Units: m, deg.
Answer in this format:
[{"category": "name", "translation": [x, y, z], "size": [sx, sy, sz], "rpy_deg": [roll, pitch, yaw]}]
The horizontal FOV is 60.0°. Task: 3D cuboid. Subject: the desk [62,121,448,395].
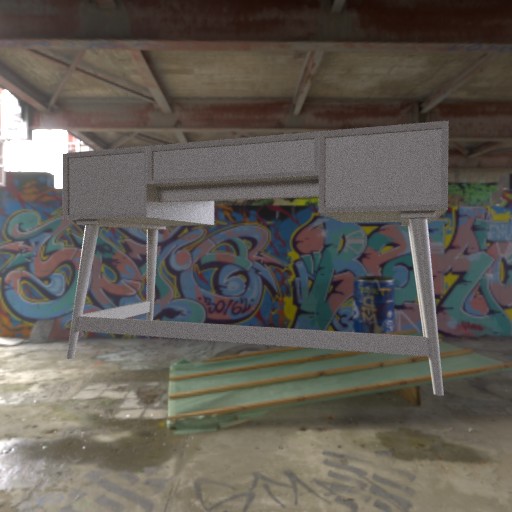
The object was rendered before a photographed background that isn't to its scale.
[{"category": "desk", "translation": [0.000, 0.000, 1.713], "size": [1.313, 0.762, 0.589], "rpy_deg": [0, 1, 19]}]
